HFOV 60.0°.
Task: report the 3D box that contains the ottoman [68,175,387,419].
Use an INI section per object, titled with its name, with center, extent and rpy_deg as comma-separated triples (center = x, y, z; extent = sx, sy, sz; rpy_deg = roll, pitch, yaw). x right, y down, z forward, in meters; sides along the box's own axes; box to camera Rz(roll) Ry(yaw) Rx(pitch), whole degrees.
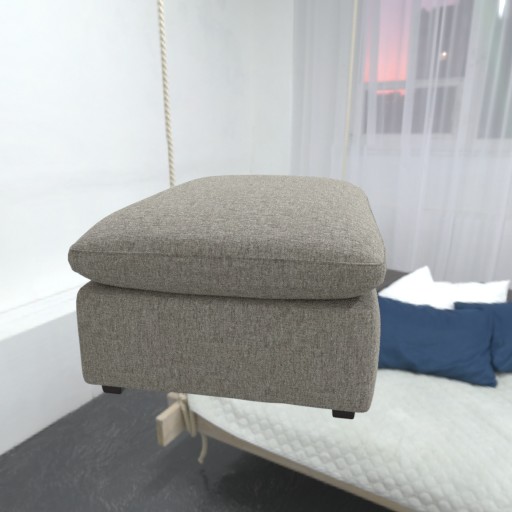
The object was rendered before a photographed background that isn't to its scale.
[ottoman]
center = 0.000, 0.000, 1.354
extent = 0.694, 0.451, 0.977
rpy_deg = 3, 17, 10
